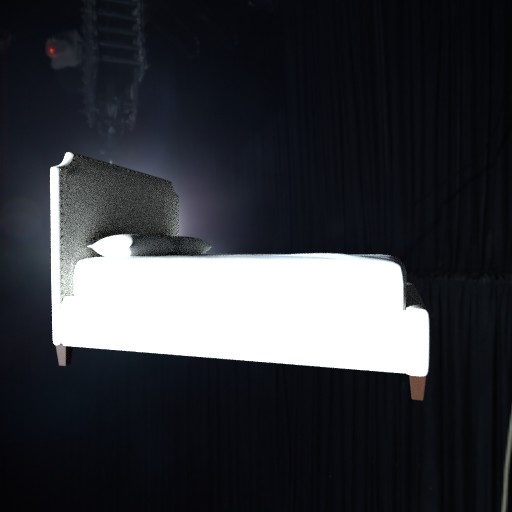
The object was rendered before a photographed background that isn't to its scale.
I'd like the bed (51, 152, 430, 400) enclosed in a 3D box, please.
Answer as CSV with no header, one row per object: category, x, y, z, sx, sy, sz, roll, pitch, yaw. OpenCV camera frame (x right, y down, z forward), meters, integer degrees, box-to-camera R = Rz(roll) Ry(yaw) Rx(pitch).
bed,0.000,0.000,3.383,2.365,1.443,1.712,0,1,17
